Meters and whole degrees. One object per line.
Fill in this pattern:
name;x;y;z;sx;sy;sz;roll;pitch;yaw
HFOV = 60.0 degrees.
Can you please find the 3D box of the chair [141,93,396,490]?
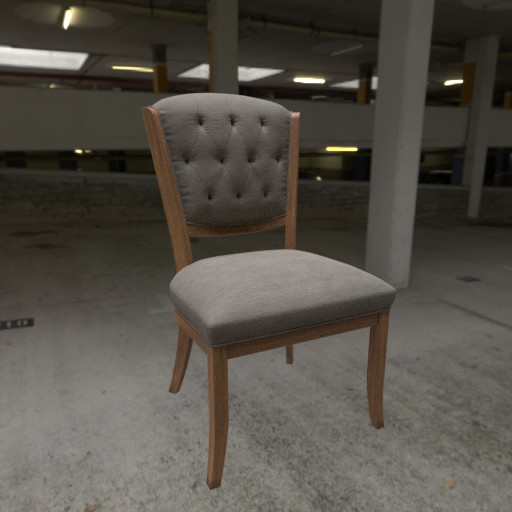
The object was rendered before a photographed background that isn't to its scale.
chair;0.000;0.000;1.242;0.513;0.905;0.584;-7;16;-26
